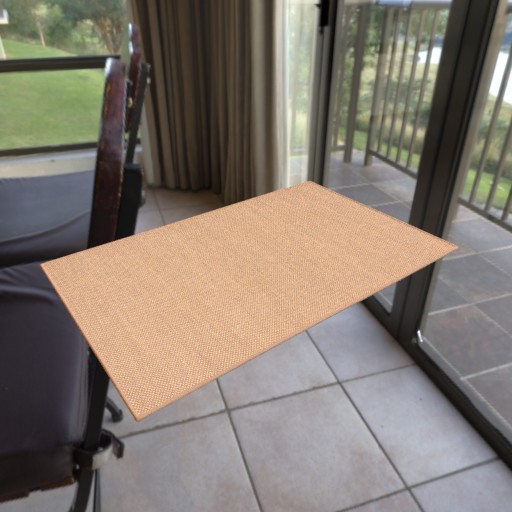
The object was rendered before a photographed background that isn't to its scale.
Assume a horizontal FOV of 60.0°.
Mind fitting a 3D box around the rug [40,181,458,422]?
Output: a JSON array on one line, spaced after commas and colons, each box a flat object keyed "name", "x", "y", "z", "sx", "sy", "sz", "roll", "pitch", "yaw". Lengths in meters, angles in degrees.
[{"name": "rug", "x": 0.000, "y": 0.000, "z": 2.090, "sx": 1.676, "sy": 0.013, "sz": 1.067, "roll": -22, "pitch": 38, "yaw": -31}]
